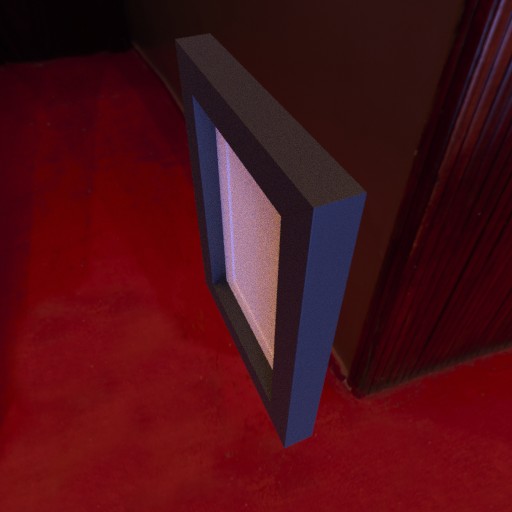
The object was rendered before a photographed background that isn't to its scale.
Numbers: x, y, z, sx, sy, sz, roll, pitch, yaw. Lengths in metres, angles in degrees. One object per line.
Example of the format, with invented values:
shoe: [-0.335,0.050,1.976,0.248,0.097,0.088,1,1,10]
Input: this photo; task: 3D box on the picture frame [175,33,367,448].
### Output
picture frame: [0.000,0.000,0.274,0.028,0.208,0.157,-18,49,-16]
